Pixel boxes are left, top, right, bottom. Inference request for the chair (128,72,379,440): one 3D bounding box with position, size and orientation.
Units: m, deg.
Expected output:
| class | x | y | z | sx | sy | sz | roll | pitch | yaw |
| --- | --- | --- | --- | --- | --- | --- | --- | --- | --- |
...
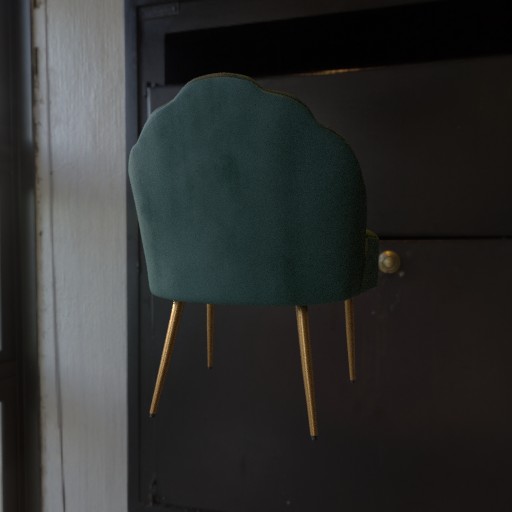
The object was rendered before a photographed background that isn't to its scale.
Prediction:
| class | x | y | z | sx | sy | sz | roll | pitch | yaw |
| --- | --- | --- | --- | --- | --- | --- | --- | --- | --- |
| chair | 0.000 | 0.000 | 1.258 | 0.657 | 0.819 | 0.599 | 1 | 2 | 18 |
